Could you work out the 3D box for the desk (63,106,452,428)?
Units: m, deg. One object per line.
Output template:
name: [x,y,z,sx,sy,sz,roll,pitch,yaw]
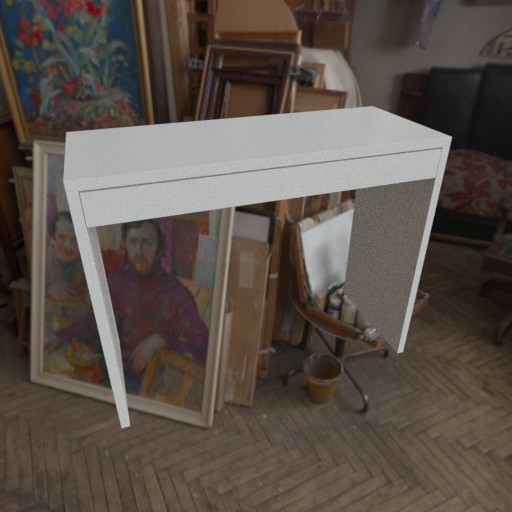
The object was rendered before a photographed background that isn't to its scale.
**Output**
desk: [0.000,0.000,1.439,1.000,0.790,0.400,-10,32,-16]
